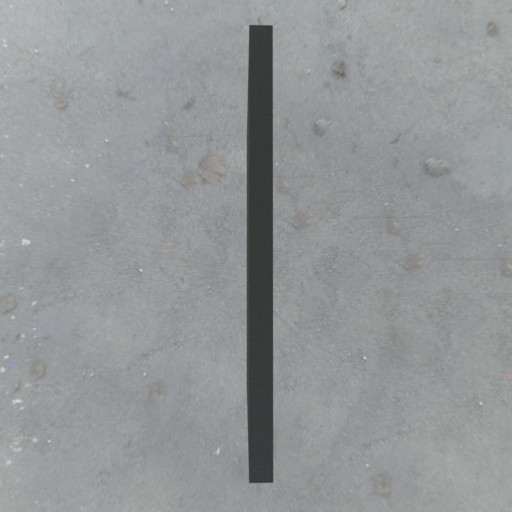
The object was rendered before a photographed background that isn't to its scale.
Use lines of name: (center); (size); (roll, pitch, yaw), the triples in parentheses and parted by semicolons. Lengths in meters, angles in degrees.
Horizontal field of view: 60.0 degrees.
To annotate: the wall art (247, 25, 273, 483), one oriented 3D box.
wall art: (0.000, 0.000, 0.768); (0.029, 0.457, 0.558); (0, 88, -2)
